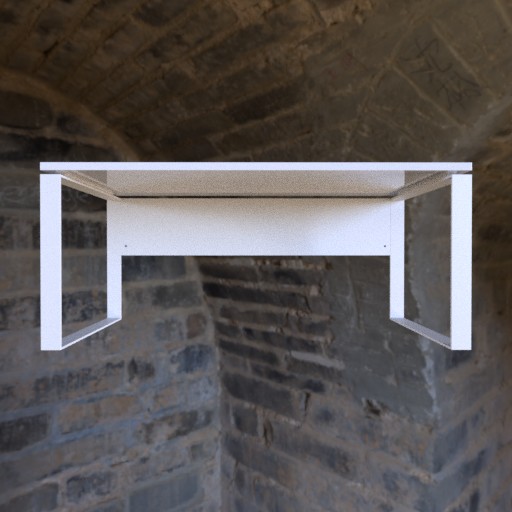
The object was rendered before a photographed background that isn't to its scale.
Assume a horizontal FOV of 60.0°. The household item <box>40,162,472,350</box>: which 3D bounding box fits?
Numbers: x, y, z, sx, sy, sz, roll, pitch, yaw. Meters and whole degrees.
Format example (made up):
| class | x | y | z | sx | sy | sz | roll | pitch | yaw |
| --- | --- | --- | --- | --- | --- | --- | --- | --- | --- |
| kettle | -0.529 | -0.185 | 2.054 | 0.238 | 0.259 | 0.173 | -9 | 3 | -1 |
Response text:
| class | x | y | z | sx | sy | sz | roll | pitch | yaw |
| --- | --- | --- | --- | --- | --- | --- | --- | --- | --- |
| household item | 0.000 | 0.000 | 2.148 | 1.700 | 0.745 | 0.800 | 0 | 1 | 0 |
